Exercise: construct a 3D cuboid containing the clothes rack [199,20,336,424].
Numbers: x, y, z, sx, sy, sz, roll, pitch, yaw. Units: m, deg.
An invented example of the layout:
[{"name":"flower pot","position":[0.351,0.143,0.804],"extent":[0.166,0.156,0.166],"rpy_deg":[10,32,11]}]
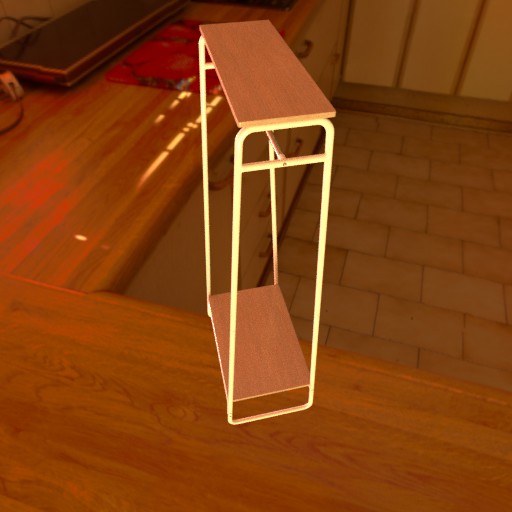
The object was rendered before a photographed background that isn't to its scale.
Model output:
[{"name":"clothes rack","position":[0.000,0.000,1.747],"extent":[0.400,1.512,0.640],"rpy_deg":[-9,46,-9]}]
